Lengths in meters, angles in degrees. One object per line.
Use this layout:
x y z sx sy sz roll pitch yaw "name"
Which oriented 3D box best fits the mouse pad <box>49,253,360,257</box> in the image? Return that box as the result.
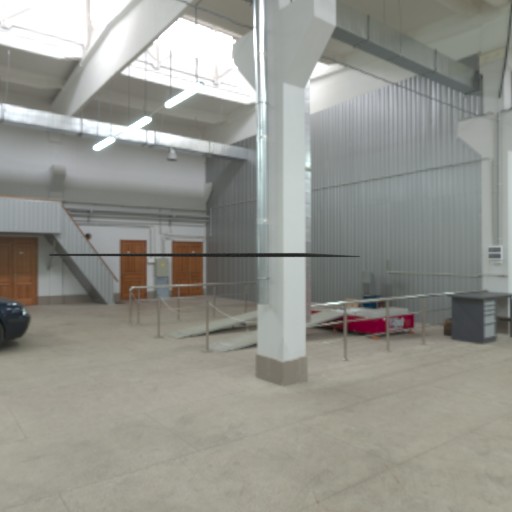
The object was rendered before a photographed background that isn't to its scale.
0.000 0.000 1.065 0.424 0.003 0.907 0 0 18 "mouse pad"
